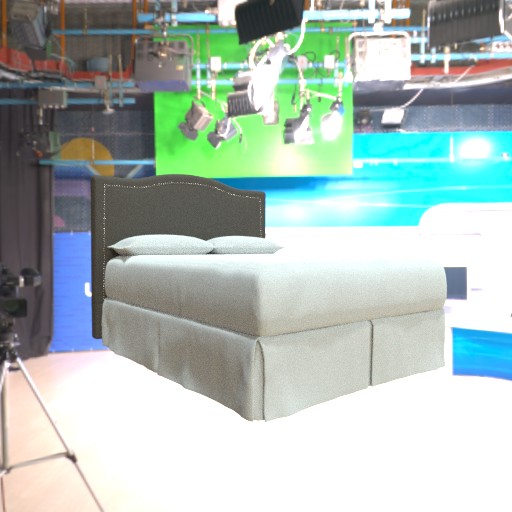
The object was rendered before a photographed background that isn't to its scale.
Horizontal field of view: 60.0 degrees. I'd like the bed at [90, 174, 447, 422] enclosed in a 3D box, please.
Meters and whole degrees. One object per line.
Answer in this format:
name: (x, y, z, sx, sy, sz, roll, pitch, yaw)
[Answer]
bed: (0.000, 0.000, 3.114, 1.666, 1.387, 2.036, -1, 2, -38)
